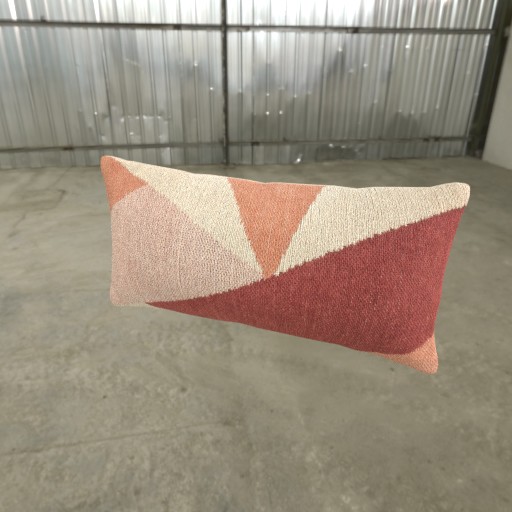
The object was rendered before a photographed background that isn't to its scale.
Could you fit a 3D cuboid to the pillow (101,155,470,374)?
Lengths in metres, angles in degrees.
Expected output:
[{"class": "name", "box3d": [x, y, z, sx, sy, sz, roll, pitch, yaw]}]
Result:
[{"class": "pillow", "box3d": [0.000, 0.000, 0.738, 0.609, 0.292, 0.155, 9, 26, 18]}]
